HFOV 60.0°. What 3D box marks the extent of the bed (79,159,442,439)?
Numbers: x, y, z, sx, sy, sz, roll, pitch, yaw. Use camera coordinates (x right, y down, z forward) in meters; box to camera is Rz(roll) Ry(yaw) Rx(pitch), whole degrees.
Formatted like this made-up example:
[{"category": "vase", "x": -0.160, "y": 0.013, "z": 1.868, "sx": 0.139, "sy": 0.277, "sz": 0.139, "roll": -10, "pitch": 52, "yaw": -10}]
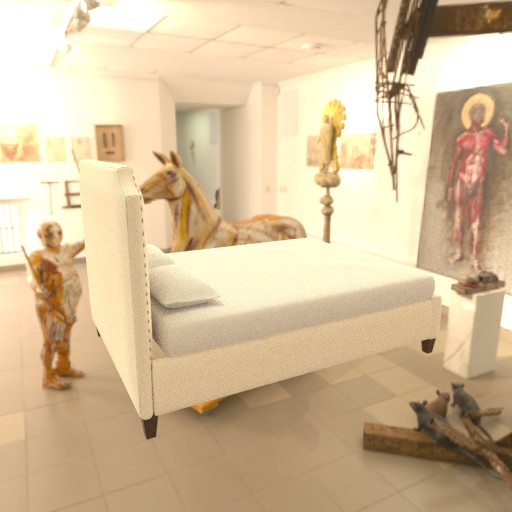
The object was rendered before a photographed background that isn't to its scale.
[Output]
[{"category": "bed", "x": 0.000, "y": 0.000, "z": 3.507, "sx": 2.372, "sy": 1.497, "sz": 1.712, "roll": -7, "pitch": 16, "yaw": -27}]
